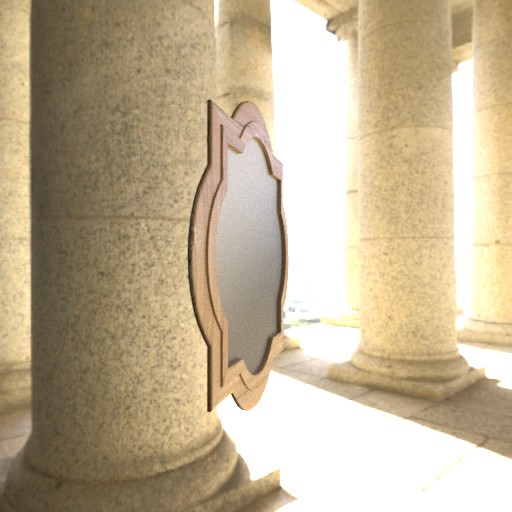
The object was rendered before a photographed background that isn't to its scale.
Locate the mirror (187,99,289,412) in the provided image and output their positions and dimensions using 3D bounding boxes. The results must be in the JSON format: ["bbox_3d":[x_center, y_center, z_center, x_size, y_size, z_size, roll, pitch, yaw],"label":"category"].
[{"bbox_3d":[0.000,0.000,1.035,0.019,0.686,0.686,0,0,17],"label":"mirror"}]
